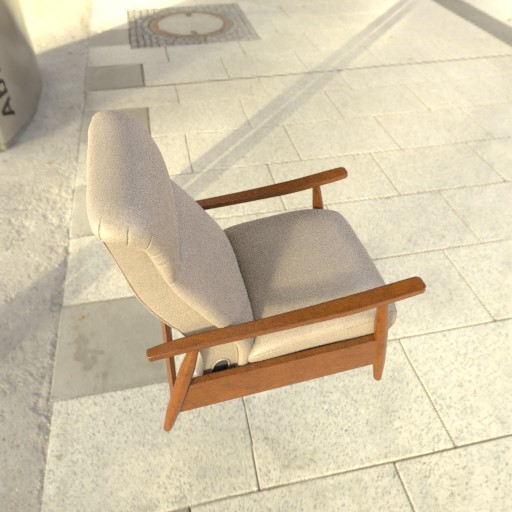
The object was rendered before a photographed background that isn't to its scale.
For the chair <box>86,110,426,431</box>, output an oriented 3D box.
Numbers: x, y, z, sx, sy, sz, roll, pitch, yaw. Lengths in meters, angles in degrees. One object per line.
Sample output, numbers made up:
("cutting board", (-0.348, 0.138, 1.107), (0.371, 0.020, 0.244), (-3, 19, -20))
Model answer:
("chair", (0.000, 0.000, 1.755), (1.032, 1.082, 0.762), (-10, 46, -10))
